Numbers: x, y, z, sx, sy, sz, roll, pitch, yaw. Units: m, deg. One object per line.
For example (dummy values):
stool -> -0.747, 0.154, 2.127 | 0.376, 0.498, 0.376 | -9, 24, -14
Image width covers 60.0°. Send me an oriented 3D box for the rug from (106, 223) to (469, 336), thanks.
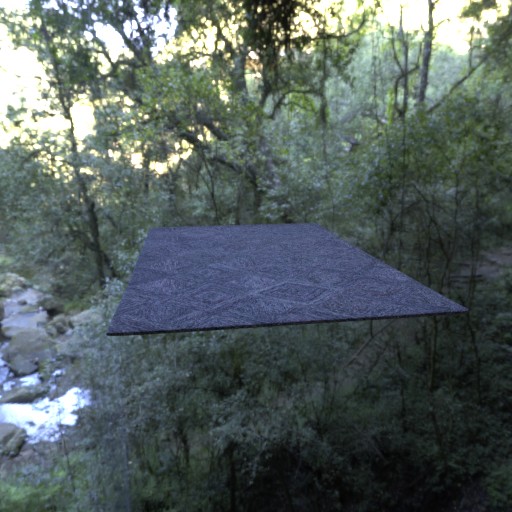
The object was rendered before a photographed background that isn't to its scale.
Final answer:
rug -> 0.000, 0.000, 2.196 | 1.158, 0.013, 1.752 | -2, 14, -9
